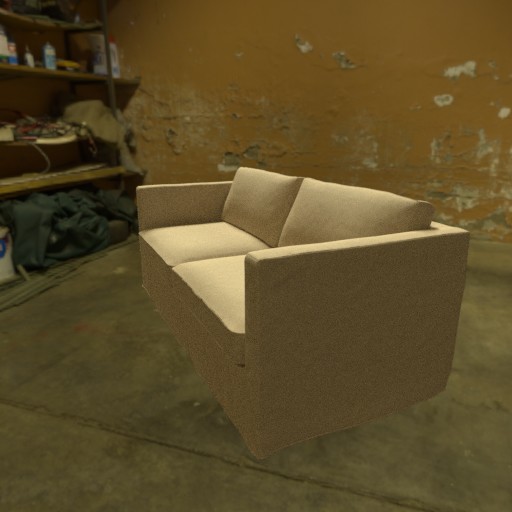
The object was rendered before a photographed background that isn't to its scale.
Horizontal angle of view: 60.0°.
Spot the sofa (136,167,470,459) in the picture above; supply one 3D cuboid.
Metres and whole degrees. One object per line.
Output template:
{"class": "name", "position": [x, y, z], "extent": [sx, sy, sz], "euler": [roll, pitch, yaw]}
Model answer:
{"class": "sofa", "position": [0.000, 0.000, 2.428], "extent": [0.962, 0.835, 1.959], "euler": [-7, 18, -24]}
